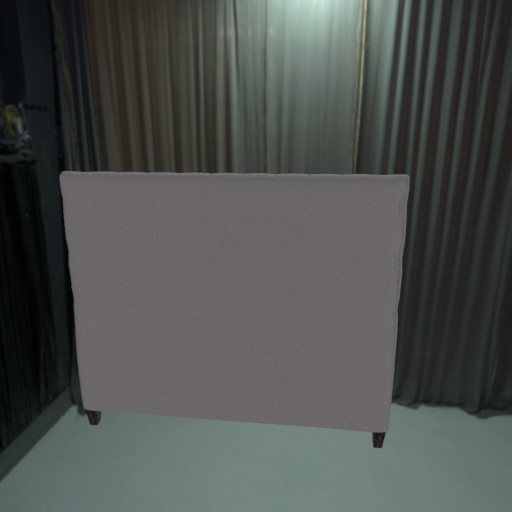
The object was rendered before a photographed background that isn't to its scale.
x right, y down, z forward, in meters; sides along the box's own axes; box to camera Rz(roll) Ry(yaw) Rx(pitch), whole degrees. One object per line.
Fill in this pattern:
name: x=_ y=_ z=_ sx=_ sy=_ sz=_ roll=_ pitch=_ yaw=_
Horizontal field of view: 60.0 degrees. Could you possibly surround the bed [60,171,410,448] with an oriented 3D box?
bed: x=0.000 y=0.000 z=3.371 sx=1.698 sy=1.427 sz=2.387 roll=2 pitch=15 yaw=7
